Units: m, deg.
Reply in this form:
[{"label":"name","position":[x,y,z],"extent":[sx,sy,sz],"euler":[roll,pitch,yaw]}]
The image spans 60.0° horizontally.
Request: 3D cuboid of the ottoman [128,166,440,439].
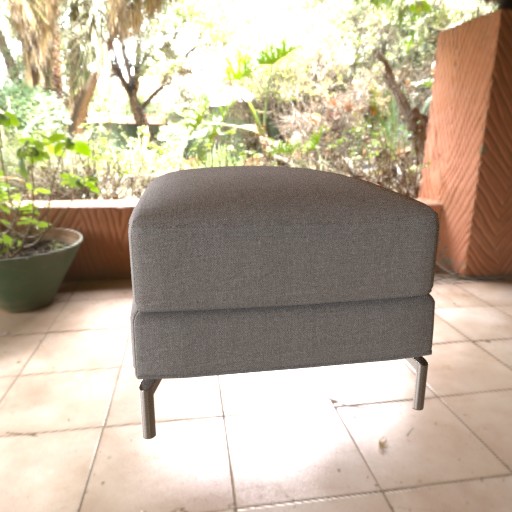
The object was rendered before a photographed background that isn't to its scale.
[{"label":"ottoman","position":[0.000,0.000,1.176],"extent":[0.584,0.457,0.838],"euler":[-2,15,-9]}]
